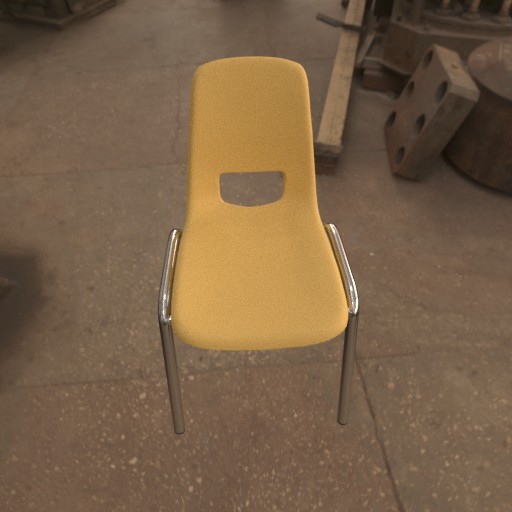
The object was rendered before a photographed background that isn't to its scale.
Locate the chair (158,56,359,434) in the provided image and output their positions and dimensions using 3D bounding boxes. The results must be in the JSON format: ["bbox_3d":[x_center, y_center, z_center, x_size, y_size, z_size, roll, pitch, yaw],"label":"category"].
[{"bbox_3d":[0.000,0.000,0.834,0.354,0.586,0.423,-2,46,-2],"label":"chair"}]
